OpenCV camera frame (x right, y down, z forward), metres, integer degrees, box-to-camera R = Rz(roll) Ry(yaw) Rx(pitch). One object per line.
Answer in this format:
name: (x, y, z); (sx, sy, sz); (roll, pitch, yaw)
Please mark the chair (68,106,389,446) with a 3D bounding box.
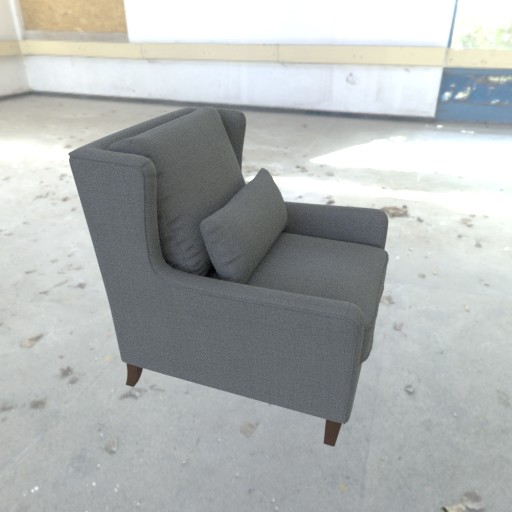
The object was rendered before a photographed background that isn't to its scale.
chair: (0.000, 0.000, 1.839); (1.040, 1.056, 0.866); (10, 30, 17)
